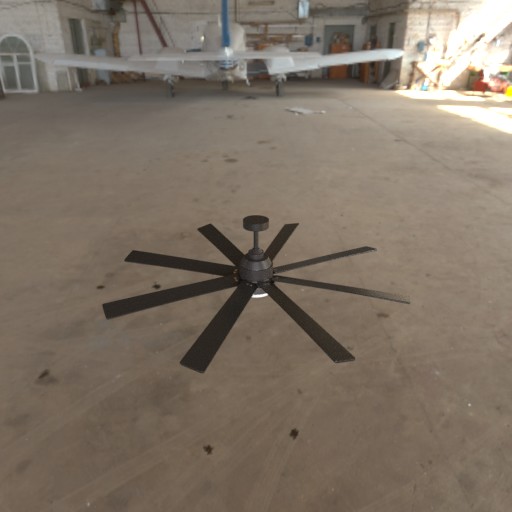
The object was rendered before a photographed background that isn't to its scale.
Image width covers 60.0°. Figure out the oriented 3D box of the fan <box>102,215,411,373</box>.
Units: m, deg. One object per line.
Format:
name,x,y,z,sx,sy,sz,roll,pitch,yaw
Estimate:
fan,0.000,0.000,2.695,1.830,0.472,1.830,8,27,17
